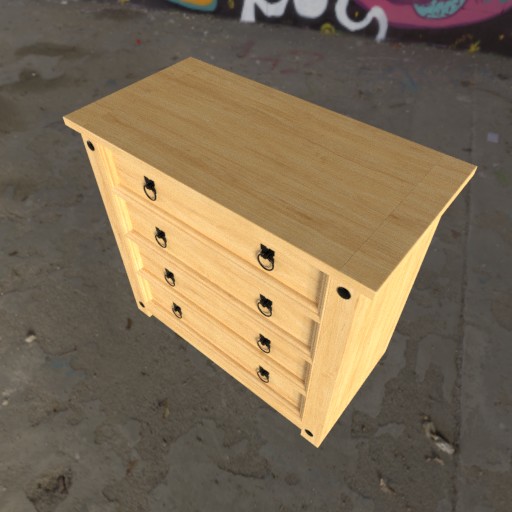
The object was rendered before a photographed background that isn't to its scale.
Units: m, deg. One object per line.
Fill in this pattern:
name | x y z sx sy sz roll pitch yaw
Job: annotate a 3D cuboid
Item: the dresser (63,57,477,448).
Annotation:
dresser | 0.000 0.000 1.211 0.800 0.730 0.410 31 54 25
